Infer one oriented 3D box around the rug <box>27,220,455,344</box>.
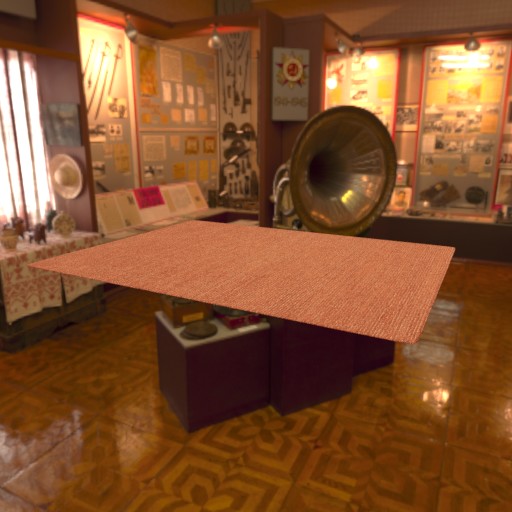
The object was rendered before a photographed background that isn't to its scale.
[{"bbox_3d":[0.000,0.000,2.697,2.112,0.009,1.594,8,17,27],"label":"rug"}]
